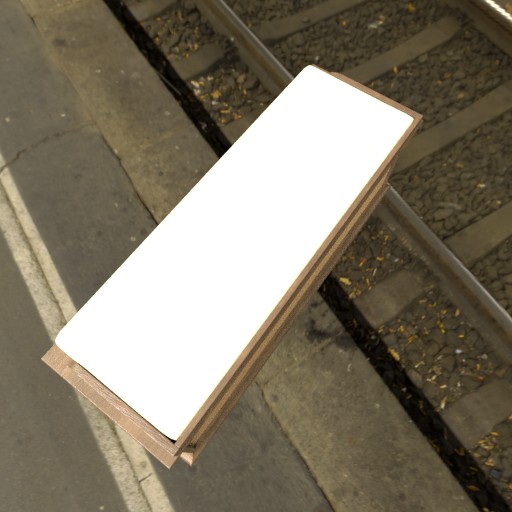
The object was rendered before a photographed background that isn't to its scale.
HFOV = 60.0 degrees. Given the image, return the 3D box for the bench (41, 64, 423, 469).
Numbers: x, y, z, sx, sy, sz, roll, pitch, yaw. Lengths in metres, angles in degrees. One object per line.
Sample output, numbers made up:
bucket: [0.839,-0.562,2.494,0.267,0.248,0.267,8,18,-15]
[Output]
bench: [0.000,0.000,1.385,0.402,0.501,1.185,34,70,14]
